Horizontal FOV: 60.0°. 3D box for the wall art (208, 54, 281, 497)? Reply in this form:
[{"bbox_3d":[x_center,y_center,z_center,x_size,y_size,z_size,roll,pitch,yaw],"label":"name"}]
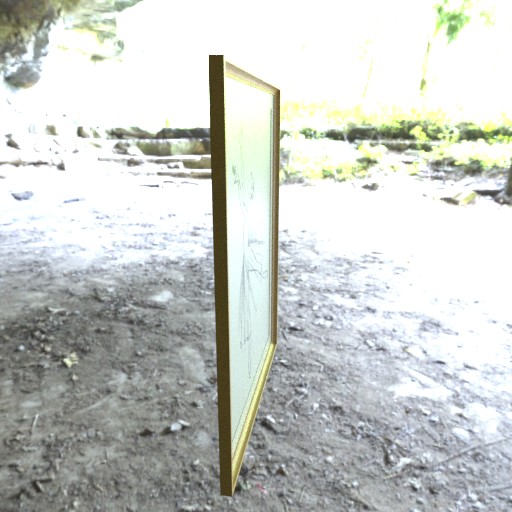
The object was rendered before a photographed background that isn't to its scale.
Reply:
[{"bbox_3d":[0.000,0.000,1.326,0.030,1.002,0.798,3,17,10],"label":"wall art"}]
